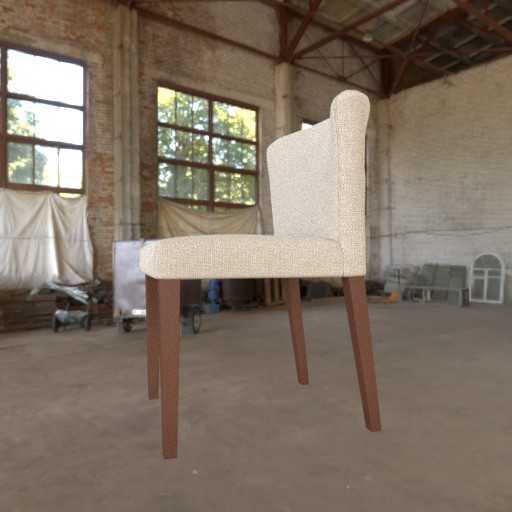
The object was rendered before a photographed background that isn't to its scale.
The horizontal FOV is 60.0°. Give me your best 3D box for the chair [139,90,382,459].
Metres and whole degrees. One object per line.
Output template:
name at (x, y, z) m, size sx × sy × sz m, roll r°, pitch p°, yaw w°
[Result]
chair at (0.000, 0.000, 1.199) m, size 0.589 × 0.839 × 0.491 m, roll 0°, pitch 0°, yaw -18°
